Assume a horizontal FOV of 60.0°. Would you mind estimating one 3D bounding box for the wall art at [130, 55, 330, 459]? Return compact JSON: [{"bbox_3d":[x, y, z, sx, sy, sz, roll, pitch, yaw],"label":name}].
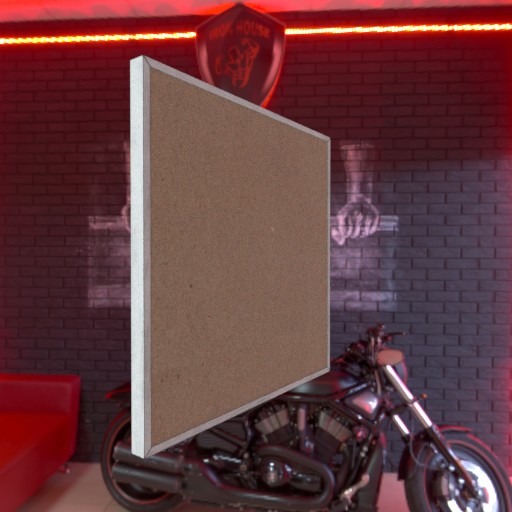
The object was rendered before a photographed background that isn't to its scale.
[{"bbox_3d":[0.000,0.000,1.152,0.038,0.762,0.762,1,1,37],"label":"wall art"}]
